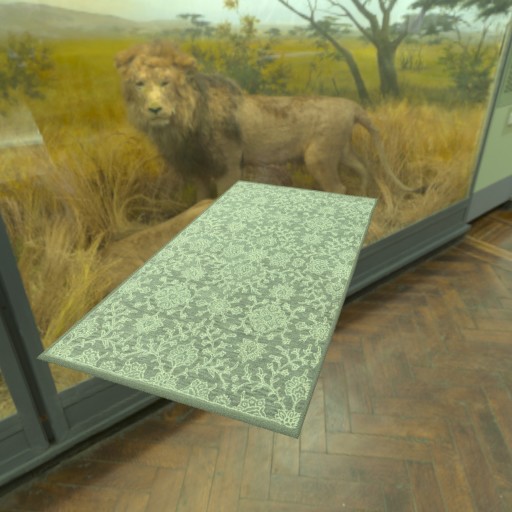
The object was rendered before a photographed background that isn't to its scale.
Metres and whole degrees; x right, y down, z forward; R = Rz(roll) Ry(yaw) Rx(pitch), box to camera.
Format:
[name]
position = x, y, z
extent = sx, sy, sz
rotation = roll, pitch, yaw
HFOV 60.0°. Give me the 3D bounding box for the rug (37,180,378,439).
[rug]
position = 0.000, 0.000, 3.535
extent = 1.546, 0.011, 3.048
rotation = 11, 32, 17
